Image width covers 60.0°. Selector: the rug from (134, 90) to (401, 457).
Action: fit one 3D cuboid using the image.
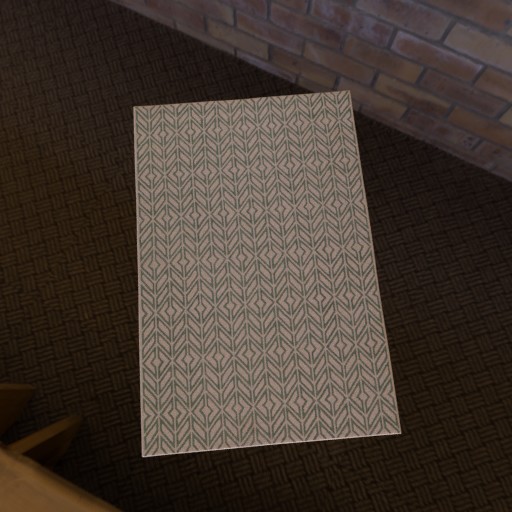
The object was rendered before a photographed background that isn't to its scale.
[{"bbox_3d":[0.000,0.000,2.287,1.220,0.007,1.828,-5,77,-1],"label":"rug"}]
